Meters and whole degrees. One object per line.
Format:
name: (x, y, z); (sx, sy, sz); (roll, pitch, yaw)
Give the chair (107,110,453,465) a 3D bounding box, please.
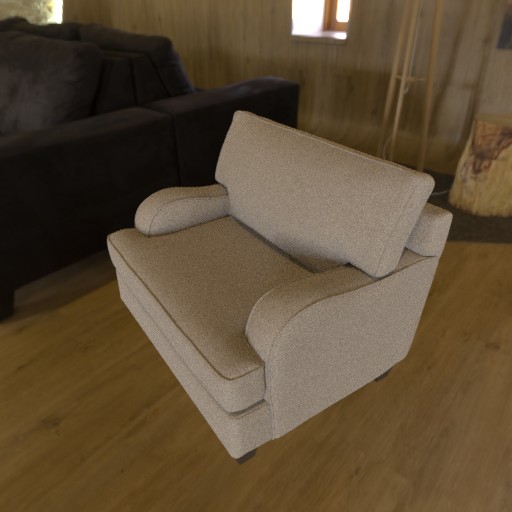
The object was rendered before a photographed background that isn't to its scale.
chair: (0.000, 0.000, 2.018); (1.040, 1.016, 1.220); (-19, 35, -29)
